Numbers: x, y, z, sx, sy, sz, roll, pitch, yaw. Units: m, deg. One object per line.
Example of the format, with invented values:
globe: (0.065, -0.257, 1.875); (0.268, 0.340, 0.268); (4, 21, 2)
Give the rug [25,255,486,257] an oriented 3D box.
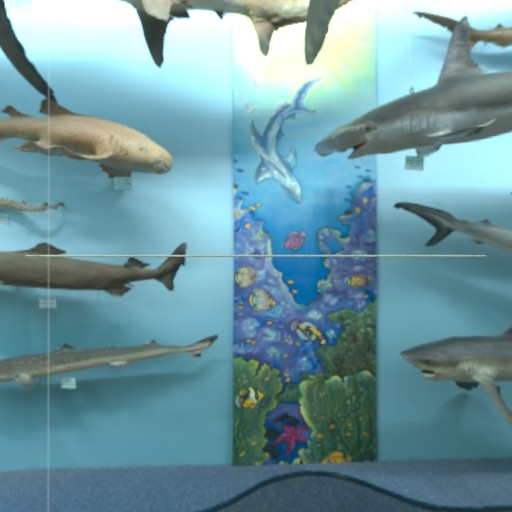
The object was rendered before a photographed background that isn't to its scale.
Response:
rug: (0.000, 0.000, 2.720); (2.449, 0.011, 0.774); (0, 0, 0)
